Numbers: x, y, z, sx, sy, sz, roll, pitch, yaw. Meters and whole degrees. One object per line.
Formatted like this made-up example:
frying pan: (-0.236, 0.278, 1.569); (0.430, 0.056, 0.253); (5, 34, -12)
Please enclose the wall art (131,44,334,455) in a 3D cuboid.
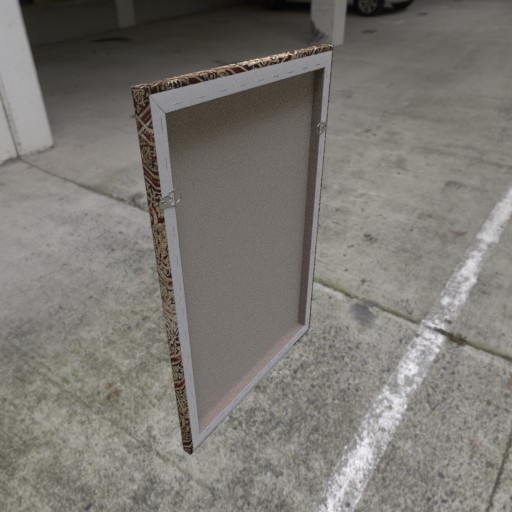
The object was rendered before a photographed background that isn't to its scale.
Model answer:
wall art: (0.000, 0.000, 1.110); (0.030, 0.904, 0.599); (22, 38, 30)
